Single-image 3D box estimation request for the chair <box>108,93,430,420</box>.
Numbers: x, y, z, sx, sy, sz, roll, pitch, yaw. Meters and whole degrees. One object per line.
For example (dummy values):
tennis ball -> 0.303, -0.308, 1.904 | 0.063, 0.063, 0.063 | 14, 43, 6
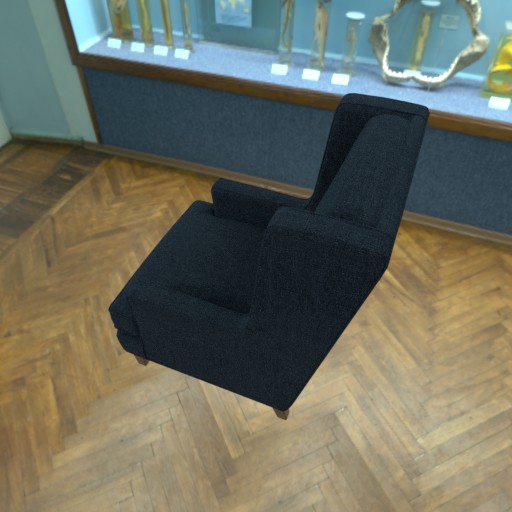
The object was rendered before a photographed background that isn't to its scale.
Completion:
chair -> 0.000, 0.000, 1.717 | 0.947, 1.072, 0.764 | 16, 48, 15
